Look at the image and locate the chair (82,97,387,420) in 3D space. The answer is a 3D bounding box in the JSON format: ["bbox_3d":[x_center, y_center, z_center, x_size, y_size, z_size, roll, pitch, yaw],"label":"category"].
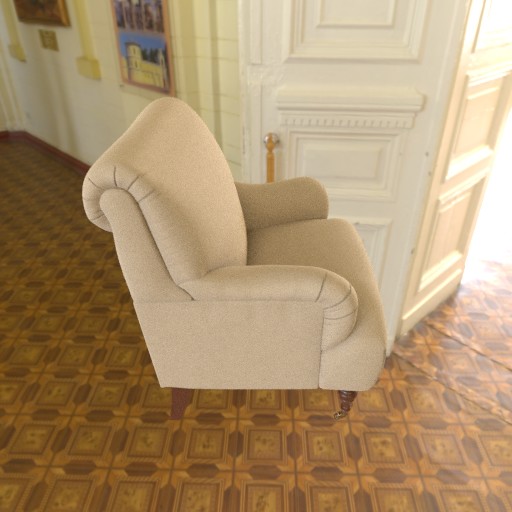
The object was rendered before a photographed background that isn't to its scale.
[{"bbox_3d":[0.000,0.000,1.553,0.842,0.942,0.766,1,32,1],"label":"chair"}]
